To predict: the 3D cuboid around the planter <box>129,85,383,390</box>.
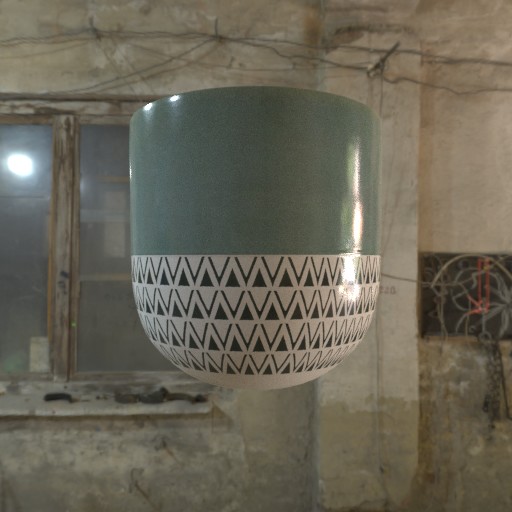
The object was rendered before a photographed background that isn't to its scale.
[{"bbox_3d":[0.000,0.000,0.483,0.266,0.270,0.266,0,0,0],"label":"planter"}]
